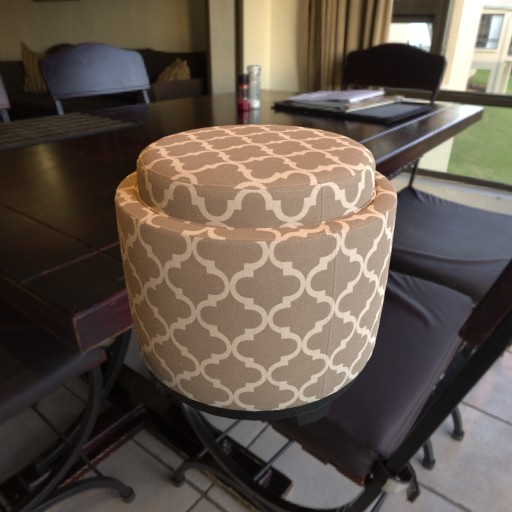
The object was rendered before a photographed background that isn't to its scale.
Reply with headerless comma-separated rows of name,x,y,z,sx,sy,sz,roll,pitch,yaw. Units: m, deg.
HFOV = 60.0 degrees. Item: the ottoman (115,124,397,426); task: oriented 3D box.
ottoman,0.000,0.000,0.835,0.480,0.429,0.480,0,28,0
